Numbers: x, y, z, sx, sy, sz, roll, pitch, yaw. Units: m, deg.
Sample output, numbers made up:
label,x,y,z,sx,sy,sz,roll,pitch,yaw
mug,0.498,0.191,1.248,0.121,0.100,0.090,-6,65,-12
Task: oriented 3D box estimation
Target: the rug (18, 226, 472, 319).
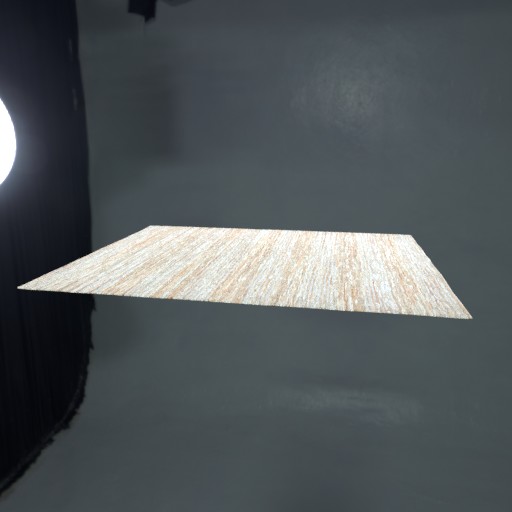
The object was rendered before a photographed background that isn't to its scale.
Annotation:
label,x,y,z,sx,sy,sz,roll,pitch,yaw
rug,0.000,0.000,3.864,2.939,0.009,2.313,3,15,10
